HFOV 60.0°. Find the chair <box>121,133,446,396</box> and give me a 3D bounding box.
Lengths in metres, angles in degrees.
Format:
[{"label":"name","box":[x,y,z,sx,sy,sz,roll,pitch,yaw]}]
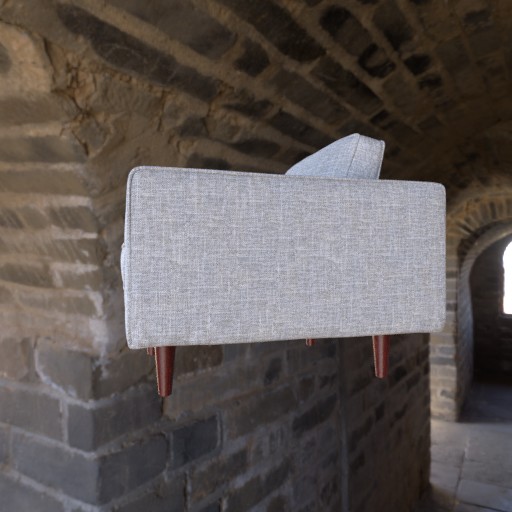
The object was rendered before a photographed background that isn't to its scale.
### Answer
[{"label":"chair","box":[0.000,0.000,1.569,0.914,0.765,0.889,0,-1,-17]}]
